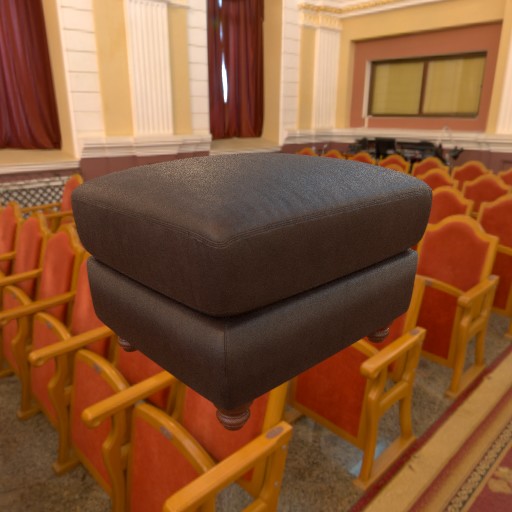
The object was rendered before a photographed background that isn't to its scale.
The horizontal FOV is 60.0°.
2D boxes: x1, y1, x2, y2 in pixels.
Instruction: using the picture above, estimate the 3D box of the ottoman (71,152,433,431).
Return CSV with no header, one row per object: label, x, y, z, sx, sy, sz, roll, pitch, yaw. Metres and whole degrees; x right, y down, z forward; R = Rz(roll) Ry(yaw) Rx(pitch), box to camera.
ottoman,0.000,0.000,1.283,0.806,0.569,0.670,-16,23,-41
